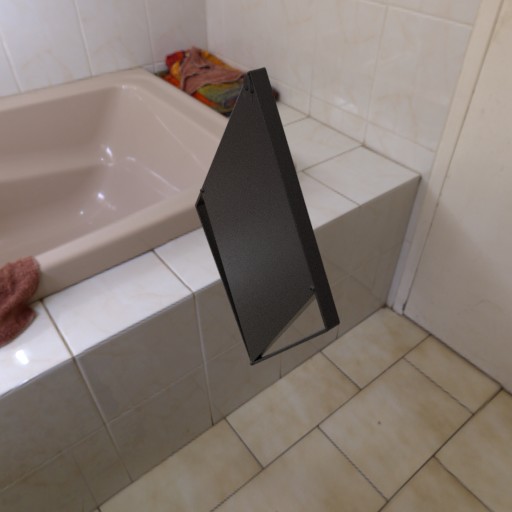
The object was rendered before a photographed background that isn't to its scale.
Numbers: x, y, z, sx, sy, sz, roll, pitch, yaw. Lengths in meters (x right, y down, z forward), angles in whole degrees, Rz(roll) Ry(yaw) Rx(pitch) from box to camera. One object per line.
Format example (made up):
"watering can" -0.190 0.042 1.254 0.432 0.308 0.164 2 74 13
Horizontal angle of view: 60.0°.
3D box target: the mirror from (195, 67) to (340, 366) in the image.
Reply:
"mirror" 0.000 0.000 0.829 0.032 0.679 0.419 -25 47 -26
